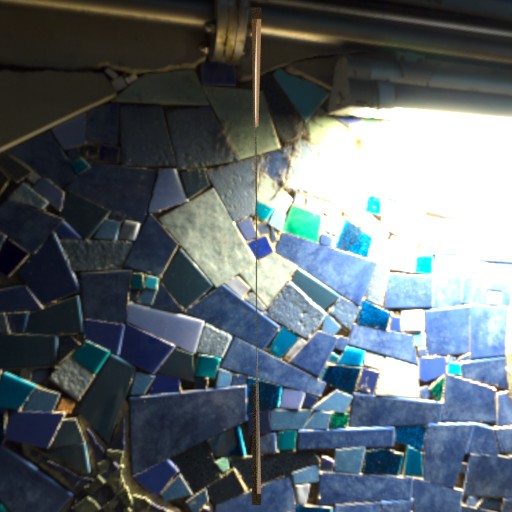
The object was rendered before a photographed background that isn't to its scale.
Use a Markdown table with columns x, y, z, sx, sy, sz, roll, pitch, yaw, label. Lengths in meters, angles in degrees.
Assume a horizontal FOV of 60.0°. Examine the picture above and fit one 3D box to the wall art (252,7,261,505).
| x | y | z | sx | sy | sz | roll | pitch | yaw | label |
| --- | --- | --- | --- | --- | --- | --- | --- | --- | --- |
| 0.000 | 0.000 | 0.768 | 0.011 | 0.605 | 0.458 | 0 | 0 | 0 | wall art |
